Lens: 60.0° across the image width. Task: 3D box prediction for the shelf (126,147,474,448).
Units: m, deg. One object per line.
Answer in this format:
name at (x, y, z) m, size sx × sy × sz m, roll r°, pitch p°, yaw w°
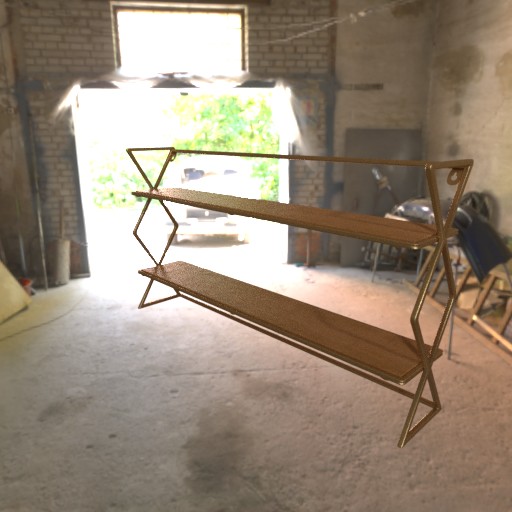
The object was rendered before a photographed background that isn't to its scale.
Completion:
shelf at (0.000, 0.000, 0.985) m, size 0.150 × 0.450 × 0.822 m, roll -15°, pitch 21°, yaw -42°
